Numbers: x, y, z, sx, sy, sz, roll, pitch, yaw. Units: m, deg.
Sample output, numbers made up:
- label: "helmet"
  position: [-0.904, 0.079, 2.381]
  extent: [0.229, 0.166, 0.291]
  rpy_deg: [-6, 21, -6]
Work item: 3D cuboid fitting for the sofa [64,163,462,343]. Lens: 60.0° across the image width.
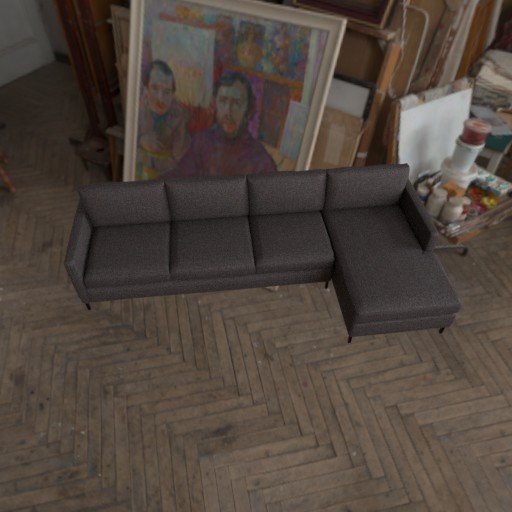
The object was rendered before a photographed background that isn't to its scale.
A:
- label: "sofa"
  position: [0.000, 0.000, 3.929]
  extent: [3.221, 0.892, 1.483]
  rpy_deg: [-5, 47, -4]
